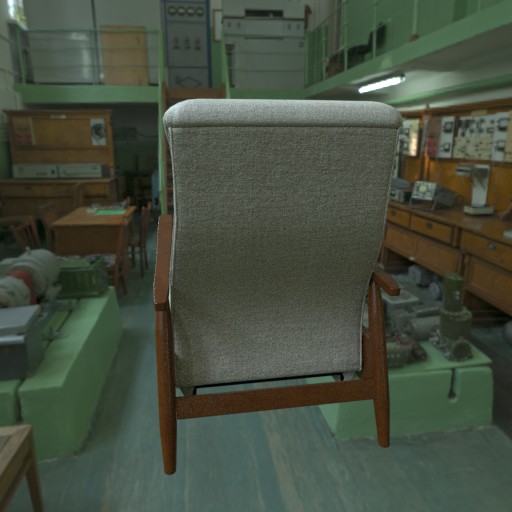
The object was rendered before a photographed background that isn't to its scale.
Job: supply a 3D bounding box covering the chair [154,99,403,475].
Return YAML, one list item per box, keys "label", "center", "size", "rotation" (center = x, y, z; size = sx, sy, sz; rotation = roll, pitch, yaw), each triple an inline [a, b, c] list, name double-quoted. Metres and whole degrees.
- label: "chair"
  center: [0.000, 0.000, 1.727]
  size: [0.762, 1.082, 1.014]
  rotation: [-3, 15, -10]
